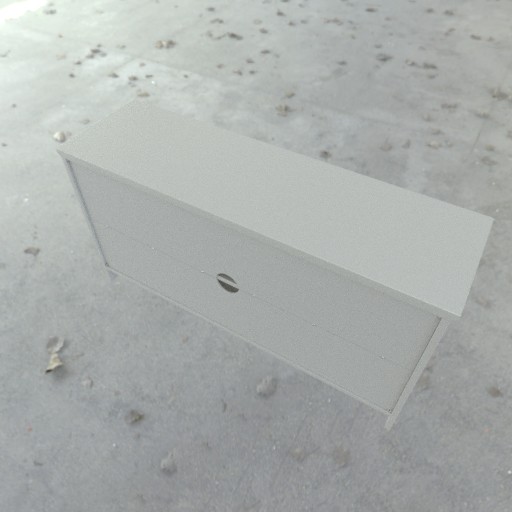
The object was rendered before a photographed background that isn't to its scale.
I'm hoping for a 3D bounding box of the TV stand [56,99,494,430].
[{"bbox_3d":[0.000,0.000,1.419,1.167,0.603,0.344,24,51,20],"label":"TV stand"}]
